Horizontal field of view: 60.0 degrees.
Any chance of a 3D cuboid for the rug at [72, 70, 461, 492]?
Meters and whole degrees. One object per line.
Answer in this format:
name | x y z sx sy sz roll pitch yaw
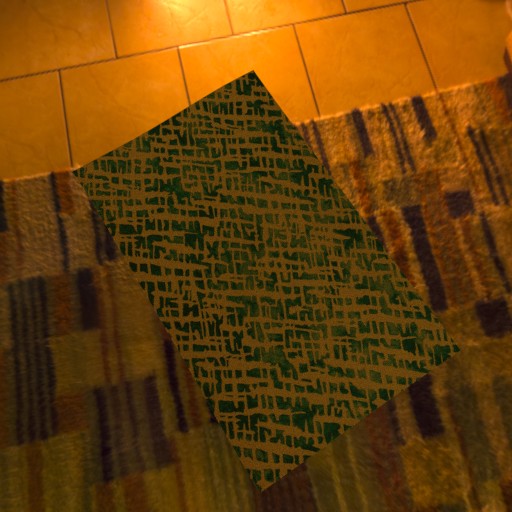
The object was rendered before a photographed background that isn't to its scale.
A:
rug | 0.000 0.000 2.966 1.520 0.011 2.447 -32 78 -8
